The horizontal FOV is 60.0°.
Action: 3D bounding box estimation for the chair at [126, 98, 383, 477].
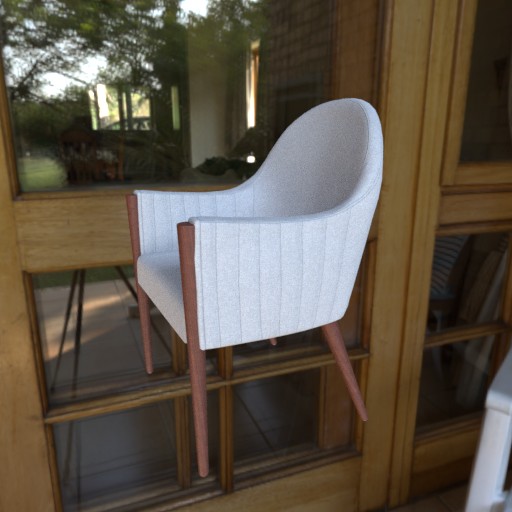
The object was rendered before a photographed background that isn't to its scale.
[{"bbox_3d":[0.000,0.000,1.293,0.620,0.889,0.610,-7,16,-26],"label":"chair"}]
